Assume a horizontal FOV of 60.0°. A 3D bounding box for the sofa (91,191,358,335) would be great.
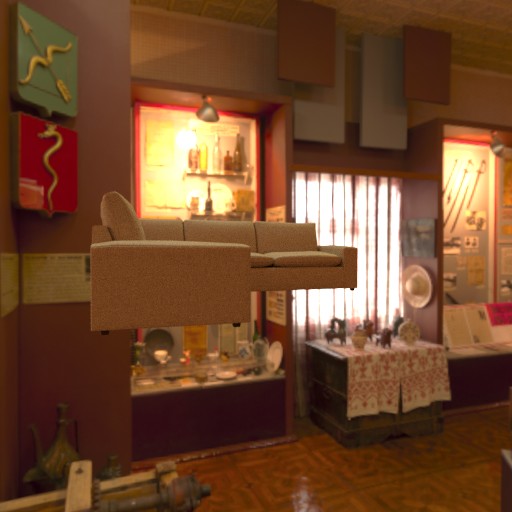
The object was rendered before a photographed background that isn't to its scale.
[{"bbox_3d":[0.000,0.000,4.011,2.742,0.800,2.622,0,1,-19],"label":"sofa"}]
